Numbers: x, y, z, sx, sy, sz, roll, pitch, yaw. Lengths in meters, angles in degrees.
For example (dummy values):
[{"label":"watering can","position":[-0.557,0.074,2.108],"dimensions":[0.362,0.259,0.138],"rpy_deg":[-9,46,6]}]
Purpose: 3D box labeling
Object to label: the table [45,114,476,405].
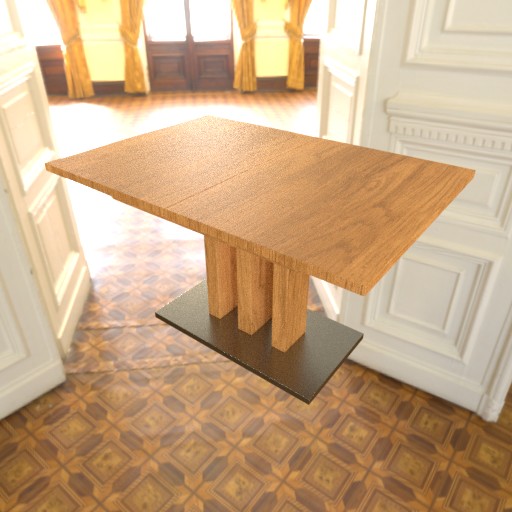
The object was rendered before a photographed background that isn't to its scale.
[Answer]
[{"label":"table","position":[0.000,0.000,1.824],"dimensions":[1.300,0.770,0.900],"rpy_deg":[22,38,31]}]
